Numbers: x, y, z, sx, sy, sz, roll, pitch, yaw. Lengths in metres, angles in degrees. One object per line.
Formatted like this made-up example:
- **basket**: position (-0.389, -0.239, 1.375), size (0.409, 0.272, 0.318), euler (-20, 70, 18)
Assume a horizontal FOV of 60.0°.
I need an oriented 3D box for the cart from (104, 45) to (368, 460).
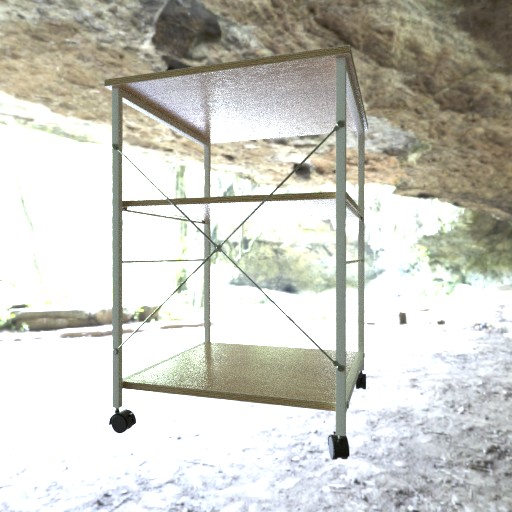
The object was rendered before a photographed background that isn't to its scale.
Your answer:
- **cart**: position (0.000, 0.000, 1.124), size (0.521, 0.762, 0.520), euler (0, 0, 18)
